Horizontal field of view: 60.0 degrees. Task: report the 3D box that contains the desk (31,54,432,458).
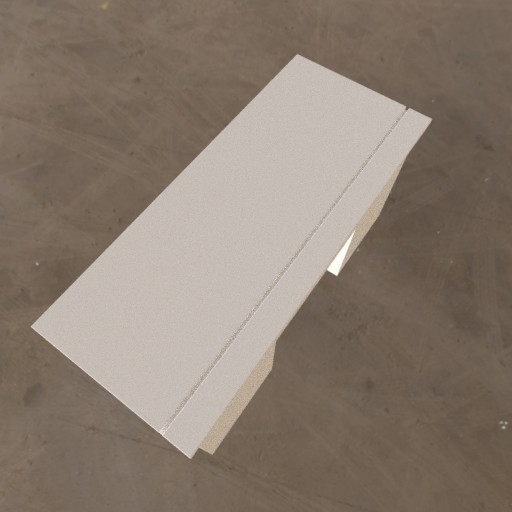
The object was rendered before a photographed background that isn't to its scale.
[{"bbox_3d":[0.000,0.000,1.981,0.670,0.760,1.580,33,68,15],"label":"desk"}]
